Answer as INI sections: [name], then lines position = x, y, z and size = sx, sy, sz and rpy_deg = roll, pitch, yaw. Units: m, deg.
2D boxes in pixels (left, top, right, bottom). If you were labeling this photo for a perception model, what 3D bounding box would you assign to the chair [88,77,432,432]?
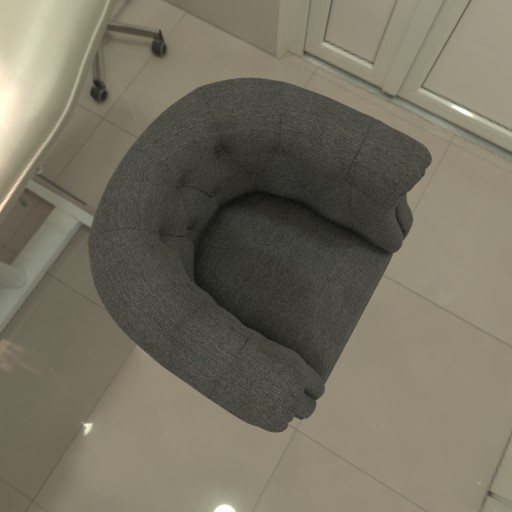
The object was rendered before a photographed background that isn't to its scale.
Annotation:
[chair]
position = 0.000, 0.000, 1.529
size = 0.852, 0.827, 0.905
rpy_deg = 30, 77, 8
